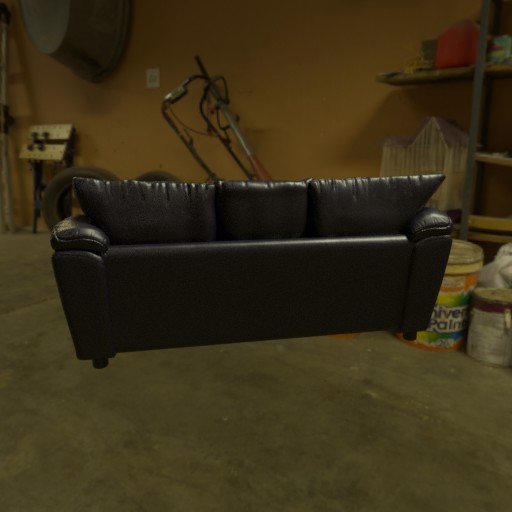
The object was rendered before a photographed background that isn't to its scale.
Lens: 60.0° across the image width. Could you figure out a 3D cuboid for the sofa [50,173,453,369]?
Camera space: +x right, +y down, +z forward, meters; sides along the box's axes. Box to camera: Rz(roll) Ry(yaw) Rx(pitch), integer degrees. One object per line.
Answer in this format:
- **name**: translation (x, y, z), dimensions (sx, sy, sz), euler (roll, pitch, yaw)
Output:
- **sofa**: translation (0.000, 0.000, 2.856), dimensions (2.336, 1.073, 0.880), euler (-3, 14, -11)
